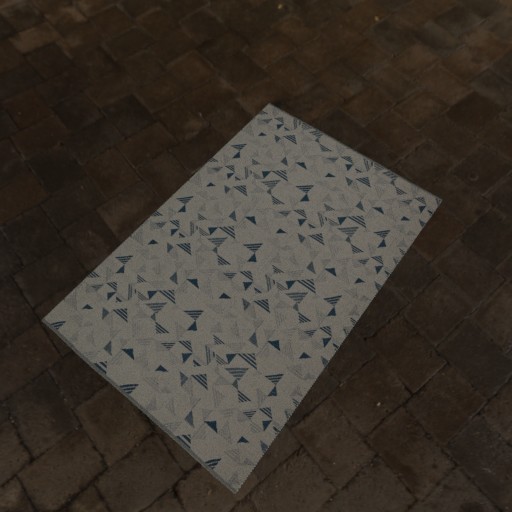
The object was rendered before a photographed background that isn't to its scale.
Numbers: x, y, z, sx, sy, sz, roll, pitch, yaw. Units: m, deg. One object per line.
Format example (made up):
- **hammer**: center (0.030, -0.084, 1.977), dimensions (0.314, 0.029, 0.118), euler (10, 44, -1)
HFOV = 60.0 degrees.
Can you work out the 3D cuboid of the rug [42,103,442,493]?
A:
- **rug**: center (0.000, 0.000, 2.302), dimensions (1.206, 0.003, 1.835), euler (35, 68, 16)
